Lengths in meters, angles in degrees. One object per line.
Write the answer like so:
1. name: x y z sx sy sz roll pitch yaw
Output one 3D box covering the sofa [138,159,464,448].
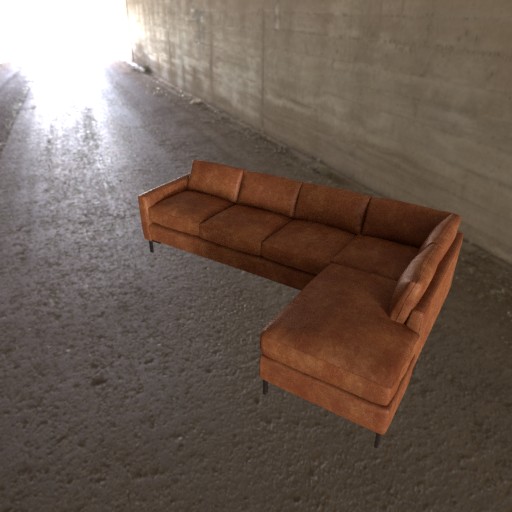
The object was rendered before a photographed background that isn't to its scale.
1. sofa: 0.000 0.000 3.805 2.984 0.877 1.938 18 34 28
